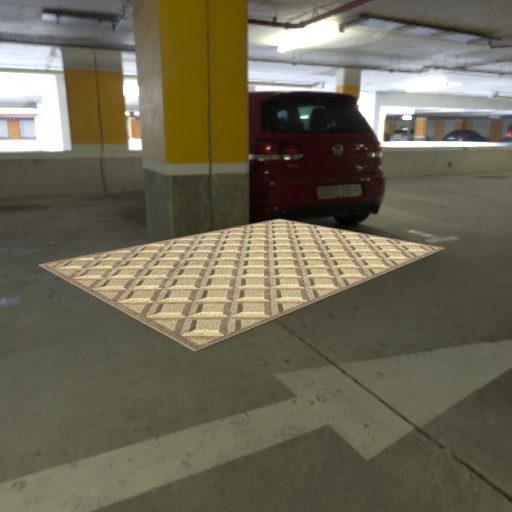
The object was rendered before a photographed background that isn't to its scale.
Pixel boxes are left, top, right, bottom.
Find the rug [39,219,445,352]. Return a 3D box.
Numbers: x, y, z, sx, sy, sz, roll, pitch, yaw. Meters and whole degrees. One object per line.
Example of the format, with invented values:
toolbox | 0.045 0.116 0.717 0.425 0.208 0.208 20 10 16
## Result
rug | 0.000 0.000 4.386 3.294 0.018 2.382 -15 21 -43
